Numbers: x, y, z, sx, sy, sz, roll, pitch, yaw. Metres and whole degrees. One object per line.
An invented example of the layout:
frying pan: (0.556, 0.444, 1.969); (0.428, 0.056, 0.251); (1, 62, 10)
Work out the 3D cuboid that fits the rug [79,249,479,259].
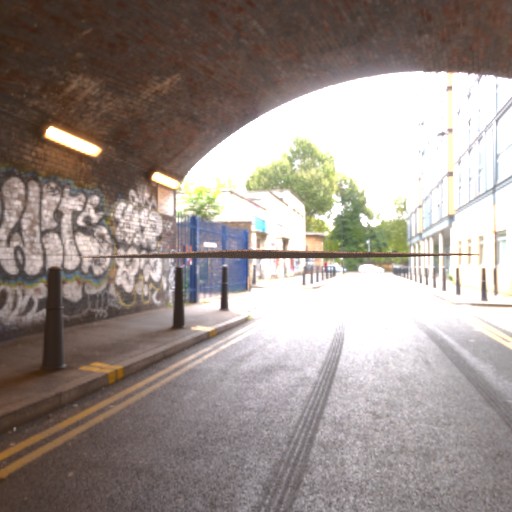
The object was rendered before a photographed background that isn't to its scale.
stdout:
rug: (0.000, 0.000, 4.173); (2.430, 0.030, 3.054); (1, -1, -36)
